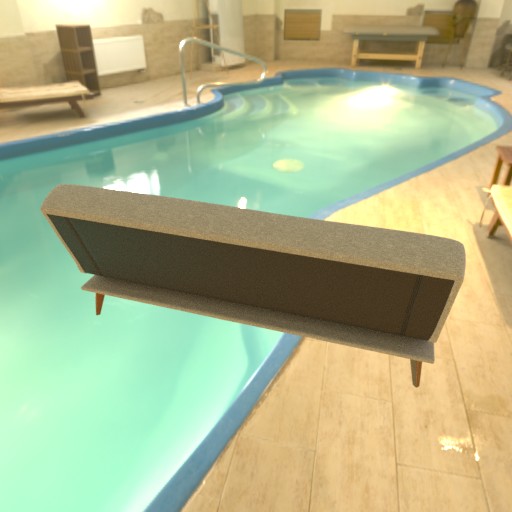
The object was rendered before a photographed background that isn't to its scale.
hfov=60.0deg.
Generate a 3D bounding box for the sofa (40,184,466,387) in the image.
[{"bbox_3d":[0.000,0.000,2.273,1.800,0.810,0.860,10,33,15],"label":"sofa"}]
